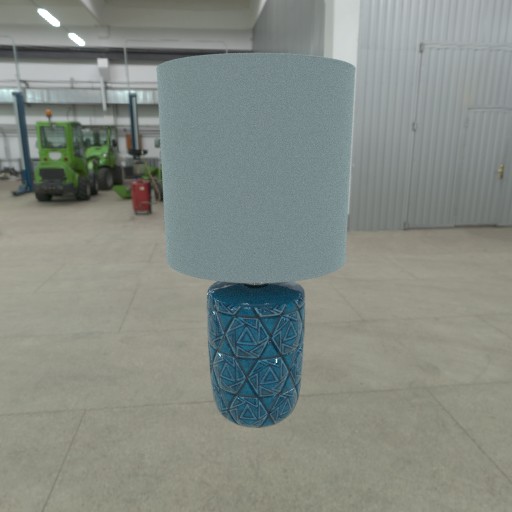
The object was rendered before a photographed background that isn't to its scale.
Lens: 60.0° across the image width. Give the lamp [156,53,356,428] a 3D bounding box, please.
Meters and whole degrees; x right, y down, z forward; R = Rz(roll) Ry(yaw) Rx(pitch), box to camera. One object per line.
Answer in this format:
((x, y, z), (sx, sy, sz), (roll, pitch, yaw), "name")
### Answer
((0.000, 0.000, 0.486), (0.193, 0.377, 0.193), (-13, 19, -41), "lamp")
